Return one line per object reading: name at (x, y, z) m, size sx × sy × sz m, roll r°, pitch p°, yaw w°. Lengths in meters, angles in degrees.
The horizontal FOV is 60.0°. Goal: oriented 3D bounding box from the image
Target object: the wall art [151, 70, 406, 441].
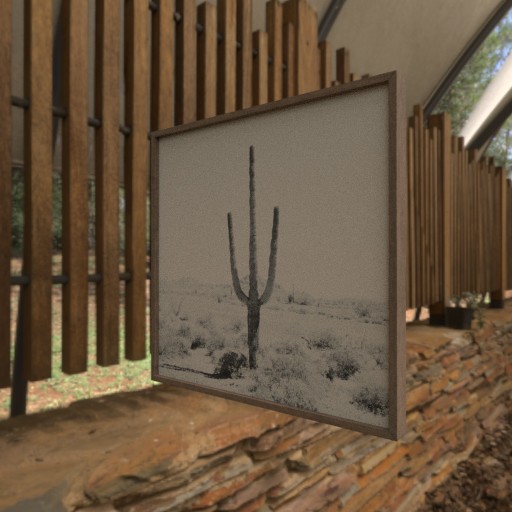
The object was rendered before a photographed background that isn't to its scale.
wall art at (0.000, 0.000, 0.773) m, size 0.508 × 0.508 × 0.038 m, roll 0°, pitch 0°, yaw 37°
